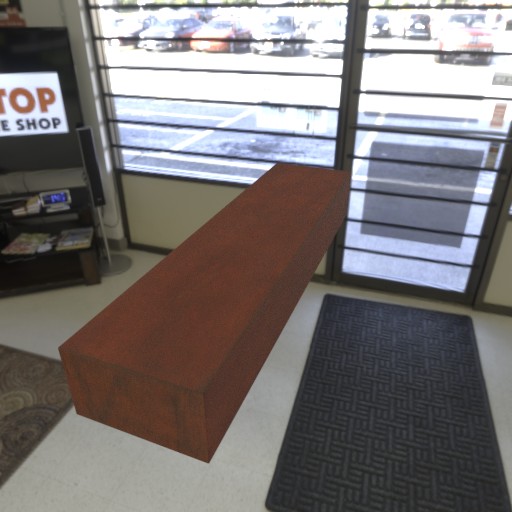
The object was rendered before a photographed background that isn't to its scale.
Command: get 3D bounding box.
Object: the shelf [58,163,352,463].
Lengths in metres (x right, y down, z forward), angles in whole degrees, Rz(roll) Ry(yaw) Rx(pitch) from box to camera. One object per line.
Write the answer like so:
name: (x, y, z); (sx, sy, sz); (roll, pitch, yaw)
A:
shelf: (0.000, 0.000, 0.653); (0.152, 0.088, 0.607); (11, 31, 19)
